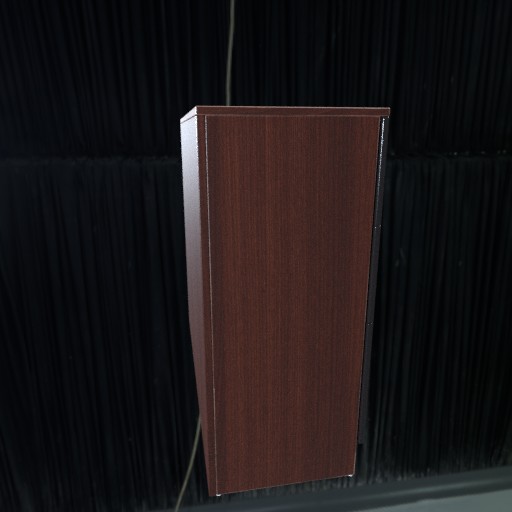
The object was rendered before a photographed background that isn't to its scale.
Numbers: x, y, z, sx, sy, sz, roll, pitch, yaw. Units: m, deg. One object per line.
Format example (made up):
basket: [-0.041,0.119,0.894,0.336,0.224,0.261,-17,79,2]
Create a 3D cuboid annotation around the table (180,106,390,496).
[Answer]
table: [0.000,0.000,1.308,0.380,0.790,0.930,-3,16,-10]
